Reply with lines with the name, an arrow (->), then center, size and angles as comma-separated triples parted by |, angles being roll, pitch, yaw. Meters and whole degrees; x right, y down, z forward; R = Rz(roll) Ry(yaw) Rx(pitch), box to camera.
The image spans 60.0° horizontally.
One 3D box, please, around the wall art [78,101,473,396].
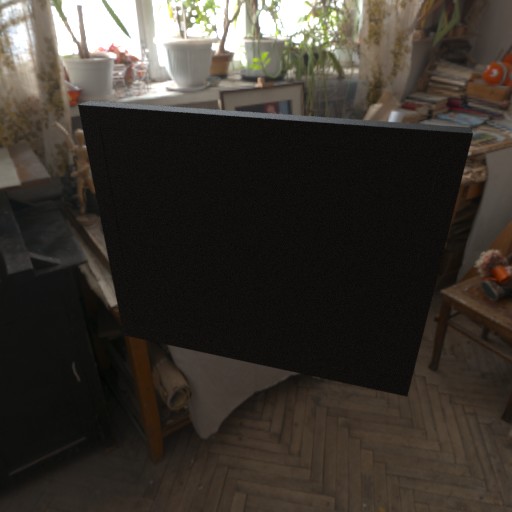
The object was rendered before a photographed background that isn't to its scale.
wall art -> 0.000, 0.000, 0.734 | 0.558, 0.457, 0.029 | 9, 32, 14
